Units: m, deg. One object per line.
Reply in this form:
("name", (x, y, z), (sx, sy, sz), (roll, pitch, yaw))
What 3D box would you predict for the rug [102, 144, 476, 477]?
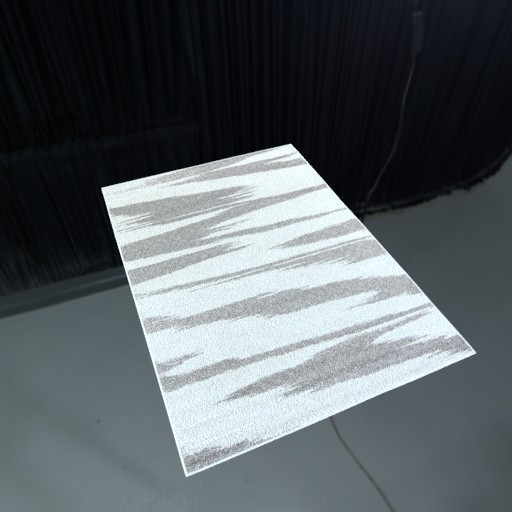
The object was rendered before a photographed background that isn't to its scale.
("rug", (0.000, 0.000, 2.731), (1.533, 0.010, 2.142), (-17, 48, -16))
